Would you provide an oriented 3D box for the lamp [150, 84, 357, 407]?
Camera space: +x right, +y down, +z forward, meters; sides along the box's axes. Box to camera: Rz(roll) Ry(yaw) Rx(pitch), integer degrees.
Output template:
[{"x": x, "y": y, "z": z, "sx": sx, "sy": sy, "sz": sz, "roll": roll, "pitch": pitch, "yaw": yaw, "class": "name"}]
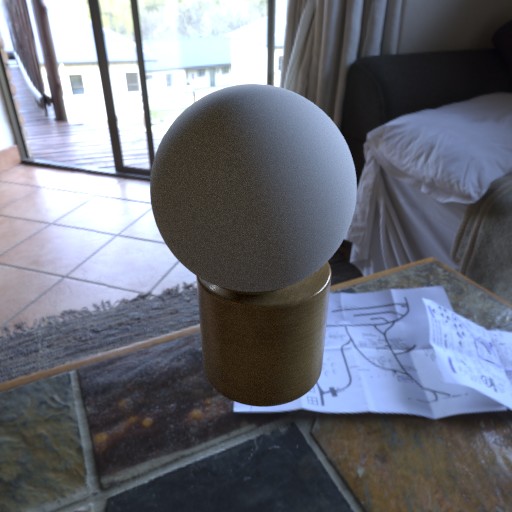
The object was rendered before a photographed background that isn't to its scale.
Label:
[{"x": 0.000, "y": 0.000, "z": 0.342, "sx": 0.141, "sy": 0.250, "sz": 0.152, "roll": 10, "pitch": 31, "yaw": 17, "class": "lamp"}]
